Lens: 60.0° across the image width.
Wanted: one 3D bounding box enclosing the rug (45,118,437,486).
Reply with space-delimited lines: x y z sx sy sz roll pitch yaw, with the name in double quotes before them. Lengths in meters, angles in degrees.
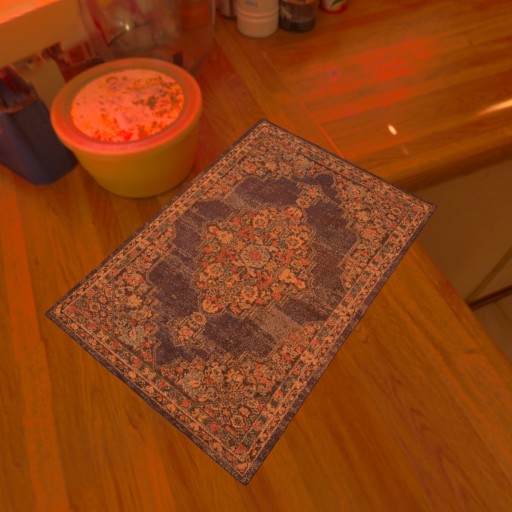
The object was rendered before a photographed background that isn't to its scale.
"rug" 0.000 0.000 3.842 2.053 0.011 2.940 32 63 19
